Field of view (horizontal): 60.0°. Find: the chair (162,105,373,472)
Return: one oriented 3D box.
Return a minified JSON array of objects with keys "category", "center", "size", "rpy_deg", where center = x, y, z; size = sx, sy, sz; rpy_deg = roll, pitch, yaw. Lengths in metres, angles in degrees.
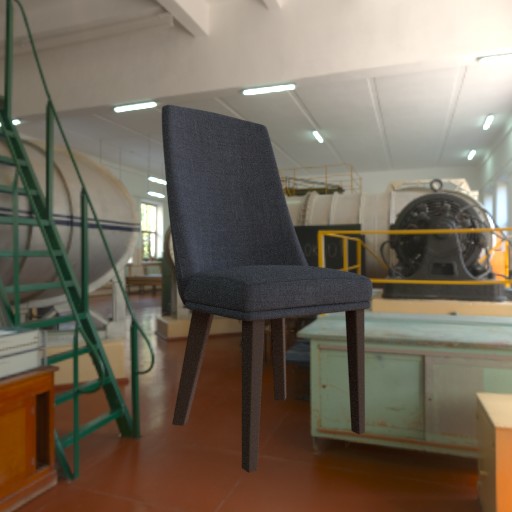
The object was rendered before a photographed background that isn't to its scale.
[{"category":"chair","center":[0.000,0.000,1.403],"size":[0.510,1.050,0.577],"rpy_deg":[0,0,-36]}]
